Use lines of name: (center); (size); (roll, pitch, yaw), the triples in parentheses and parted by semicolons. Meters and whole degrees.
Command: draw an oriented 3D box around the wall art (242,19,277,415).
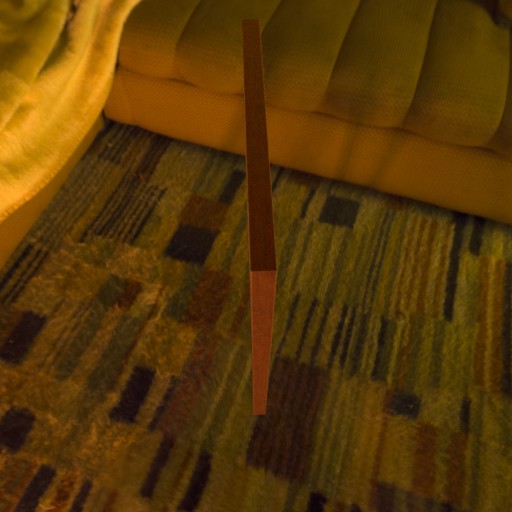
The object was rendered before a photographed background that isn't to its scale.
wall art: (0.000, 0.000, 1.163); (0.037, 0.914, 0.610); (-2, 59, -1)
